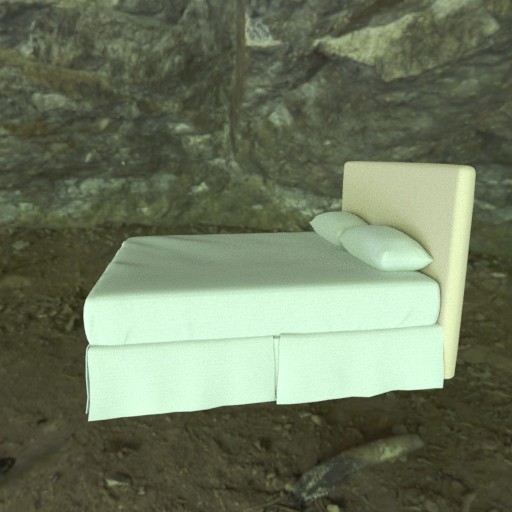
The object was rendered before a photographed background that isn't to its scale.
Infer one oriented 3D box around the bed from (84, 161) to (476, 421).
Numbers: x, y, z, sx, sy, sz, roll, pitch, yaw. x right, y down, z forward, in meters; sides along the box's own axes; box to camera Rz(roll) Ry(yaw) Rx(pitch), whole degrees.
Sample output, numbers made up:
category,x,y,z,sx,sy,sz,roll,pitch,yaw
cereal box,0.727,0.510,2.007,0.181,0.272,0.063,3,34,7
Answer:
category,x,y,z,sx,sy,sz,roll,pitch,yaw
bed,0.000,0.000,3.218,2.142,1.330,1.884,-2,13,-9
